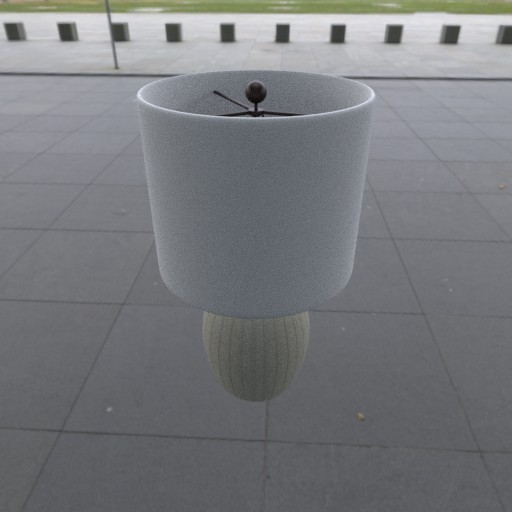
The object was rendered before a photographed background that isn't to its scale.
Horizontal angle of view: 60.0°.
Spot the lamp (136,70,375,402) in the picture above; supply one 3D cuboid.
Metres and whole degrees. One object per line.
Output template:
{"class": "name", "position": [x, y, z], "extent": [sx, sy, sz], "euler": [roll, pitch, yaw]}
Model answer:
{"class": "lamp", "position": [0.000, 0.000, 0.764], "extent": [0.329, 0.570, 0.329], "euler": [10, 33, 15]}
